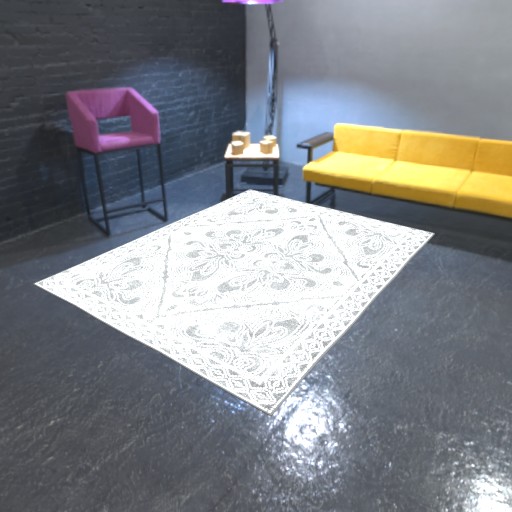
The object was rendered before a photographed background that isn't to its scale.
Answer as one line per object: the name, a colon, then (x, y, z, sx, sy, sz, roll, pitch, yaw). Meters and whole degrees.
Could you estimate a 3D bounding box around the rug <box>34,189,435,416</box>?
rug: (0.000, 0.000, 4.167, 2.438, 0.012, 3.048, 19, 33, 32)
